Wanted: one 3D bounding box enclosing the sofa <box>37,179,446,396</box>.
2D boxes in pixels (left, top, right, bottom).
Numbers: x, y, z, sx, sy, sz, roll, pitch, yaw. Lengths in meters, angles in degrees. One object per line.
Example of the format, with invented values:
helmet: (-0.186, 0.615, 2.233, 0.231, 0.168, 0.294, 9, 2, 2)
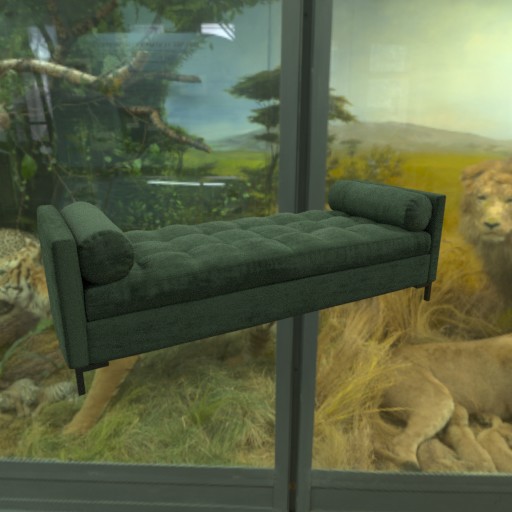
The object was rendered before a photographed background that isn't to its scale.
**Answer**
sofa: (0.000, 0.000, 2.481, 2.130, 0.681, 0.817, -9, 19, -27)
